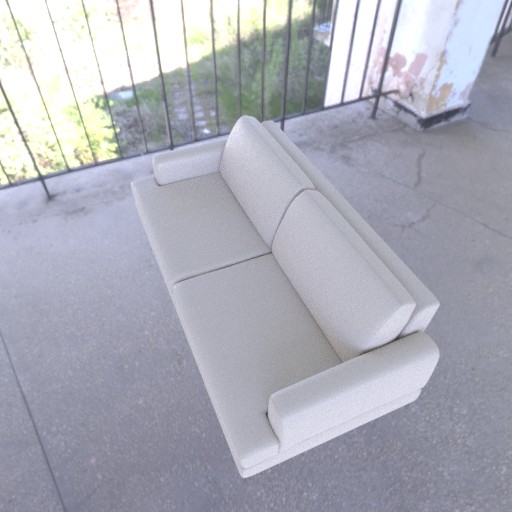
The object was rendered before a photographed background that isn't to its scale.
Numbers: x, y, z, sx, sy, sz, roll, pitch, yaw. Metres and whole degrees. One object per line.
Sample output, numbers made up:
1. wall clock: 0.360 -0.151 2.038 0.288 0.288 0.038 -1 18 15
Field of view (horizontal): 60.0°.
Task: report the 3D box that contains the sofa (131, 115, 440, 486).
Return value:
1. sofa: 0.000 0.000 2.415 0.974 0.765 1.940 -17 48 -16
